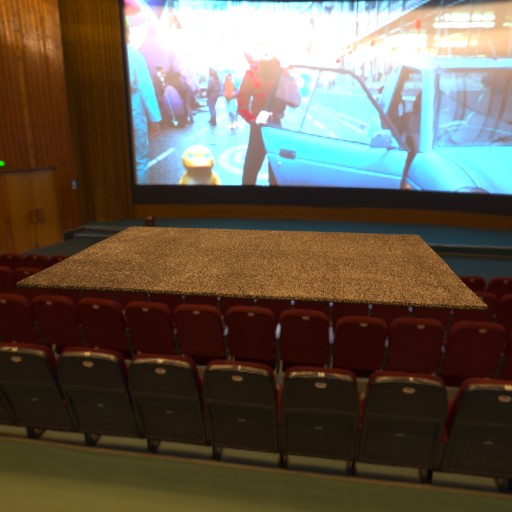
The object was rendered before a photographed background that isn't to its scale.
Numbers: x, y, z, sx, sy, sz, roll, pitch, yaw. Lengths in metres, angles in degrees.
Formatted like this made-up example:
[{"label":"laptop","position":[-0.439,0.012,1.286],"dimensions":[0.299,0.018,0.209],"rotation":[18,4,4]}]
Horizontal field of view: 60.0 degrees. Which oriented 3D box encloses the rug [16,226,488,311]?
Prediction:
[{"label":"rug","position":[0.000,0.000,2.897],"dimensions":[2.352,0.025,1.501],"rotation":[2,16,8]}]
